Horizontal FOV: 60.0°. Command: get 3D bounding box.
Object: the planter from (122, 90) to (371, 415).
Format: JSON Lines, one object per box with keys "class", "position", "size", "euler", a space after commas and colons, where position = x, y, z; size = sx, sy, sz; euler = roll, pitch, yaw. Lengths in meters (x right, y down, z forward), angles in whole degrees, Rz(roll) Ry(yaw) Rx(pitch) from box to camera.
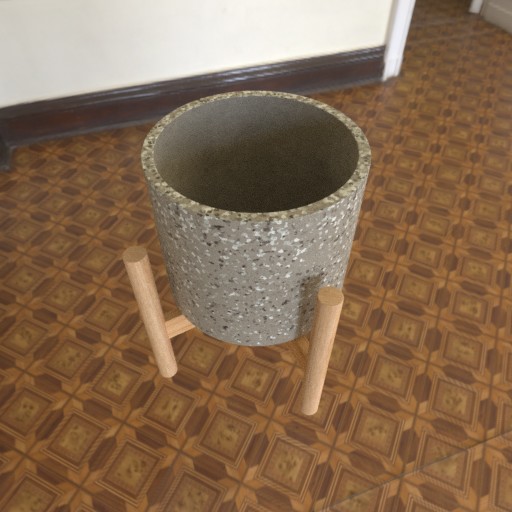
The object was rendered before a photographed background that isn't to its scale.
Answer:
{"class": "planter", "position": [0.000, 0.000, 0.551], "size": [0.284, 0.320, 0.284], "euler": [-5, 47, -5]}
